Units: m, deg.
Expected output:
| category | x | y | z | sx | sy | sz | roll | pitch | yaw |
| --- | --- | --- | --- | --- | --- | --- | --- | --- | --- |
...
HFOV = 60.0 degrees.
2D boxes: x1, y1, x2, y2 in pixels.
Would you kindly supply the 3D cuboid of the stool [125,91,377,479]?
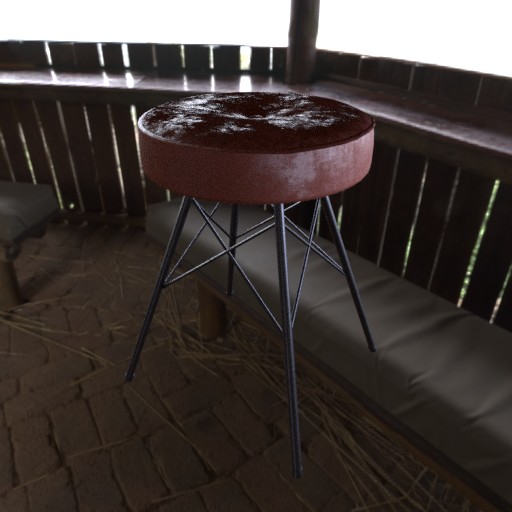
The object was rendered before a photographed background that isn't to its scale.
| category | x | y | z | sx | sy | sz | roll | pitch | yaw |
| --- | --- | --- | --- | --- | --- | --- | --- | --- | --- |
| stool | 0.000 | 0.000 | 0.914 | 0.457 | 0.593 | 0.421 | 18 | 34 | 28 |
